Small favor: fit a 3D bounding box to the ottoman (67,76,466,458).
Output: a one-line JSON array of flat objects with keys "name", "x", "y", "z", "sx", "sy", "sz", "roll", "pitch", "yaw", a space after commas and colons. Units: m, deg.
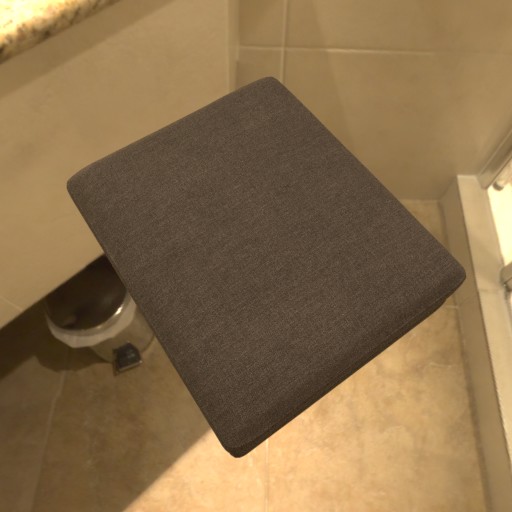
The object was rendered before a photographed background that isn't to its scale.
[{"name": "ottoman", "x": 0.000, "y": 0.000, "z": 1.262, "sx": 0.693, "sy": 0.474, "sz": 0.821, "roll": -32, "pitch": 68, "yaw": -14}]
